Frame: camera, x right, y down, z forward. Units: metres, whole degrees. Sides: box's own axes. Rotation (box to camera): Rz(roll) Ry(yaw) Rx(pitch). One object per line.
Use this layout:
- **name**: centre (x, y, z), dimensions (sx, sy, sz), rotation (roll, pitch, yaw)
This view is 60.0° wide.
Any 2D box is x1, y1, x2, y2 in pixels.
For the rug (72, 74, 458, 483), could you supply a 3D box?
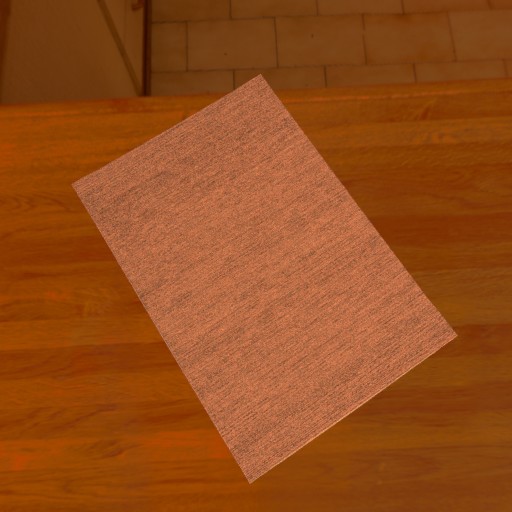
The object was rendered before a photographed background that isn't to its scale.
- **rug**: centre (0.000, 0.000, 3.011), dimensions (1.616, 0.030, 2.338), rotation (-32, 78, -8)
